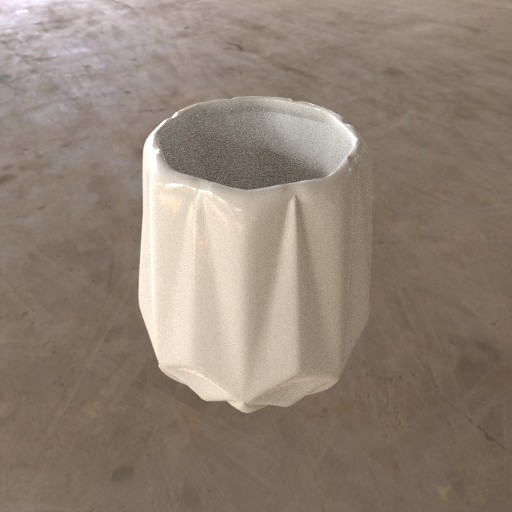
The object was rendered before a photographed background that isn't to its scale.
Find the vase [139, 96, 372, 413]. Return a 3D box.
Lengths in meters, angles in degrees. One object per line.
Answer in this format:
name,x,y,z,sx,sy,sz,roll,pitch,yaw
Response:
vase,0.000,0.000,0.259,0.141,0.152,0.141,0,41,0
